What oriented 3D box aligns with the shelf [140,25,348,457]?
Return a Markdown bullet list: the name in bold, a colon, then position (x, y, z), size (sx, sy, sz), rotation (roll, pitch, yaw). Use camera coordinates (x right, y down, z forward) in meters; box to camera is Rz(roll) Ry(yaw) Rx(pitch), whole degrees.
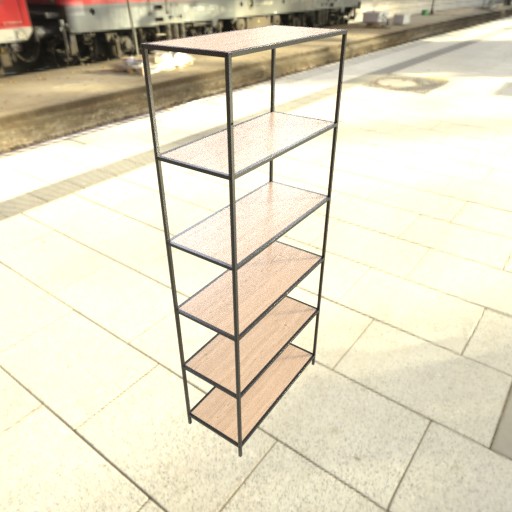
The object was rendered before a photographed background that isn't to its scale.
- **shelf**: position (0.000, 0.000, 2.068), size (0.350, 1.850, 0.770), rotation (20, 37, 29)
